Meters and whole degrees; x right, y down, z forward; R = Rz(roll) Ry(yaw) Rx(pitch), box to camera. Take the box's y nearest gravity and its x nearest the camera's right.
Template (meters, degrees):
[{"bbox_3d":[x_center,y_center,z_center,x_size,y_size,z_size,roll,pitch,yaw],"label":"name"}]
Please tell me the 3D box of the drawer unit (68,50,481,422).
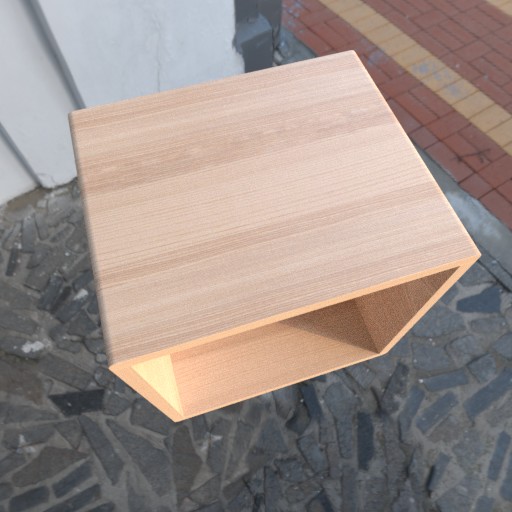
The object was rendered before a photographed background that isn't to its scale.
[{"bbox_3d":[0.000,0.000,0.596,0.344,0.344,0.290,-16,64,-8],"label":"drawer unit"}]
